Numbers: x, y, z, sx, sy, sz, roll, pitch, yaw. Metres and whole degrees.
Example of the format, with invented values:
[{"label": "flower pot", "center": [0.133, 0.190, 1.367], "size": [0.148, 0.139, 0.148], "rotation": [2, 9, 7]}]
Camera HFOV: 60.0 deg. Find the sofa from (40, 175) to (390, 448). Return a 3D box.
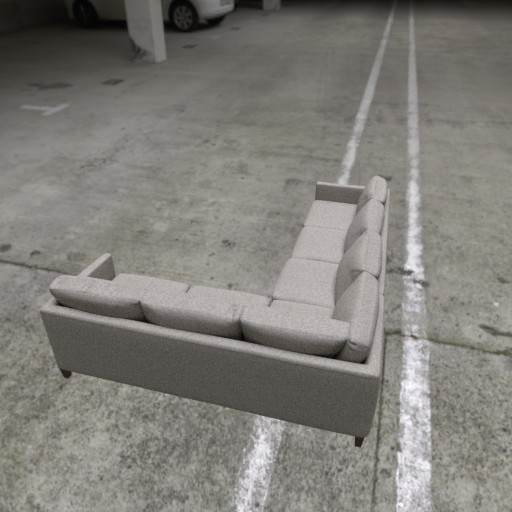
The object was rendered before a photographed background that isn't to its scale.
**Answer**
[{"label": "sofa", "center": [0.000, 0.000, 4.560], "size": [2.593, 0.947, 3.302], "rotation": [8, 32, 14]}]
